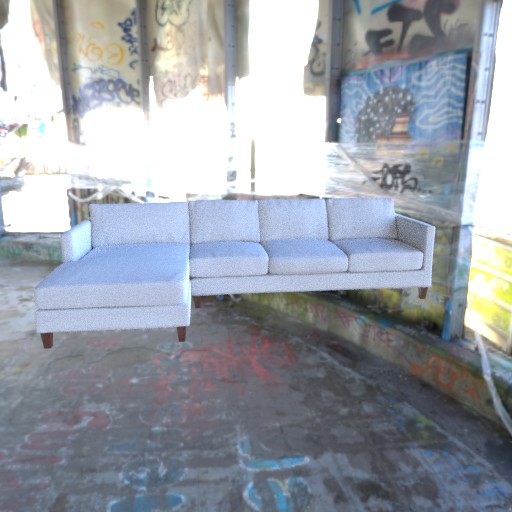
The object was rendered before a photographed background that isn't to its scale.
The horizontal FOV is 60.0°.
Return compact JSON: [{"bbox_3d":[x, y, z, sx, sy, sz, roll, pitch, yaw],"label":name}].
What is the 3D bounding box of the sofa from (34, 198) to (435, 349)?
[{"bbox_3d":[0.000,0.000,3.873,3.186,0.861,1.625,-2,13,-7],"label":"sofa"}]
